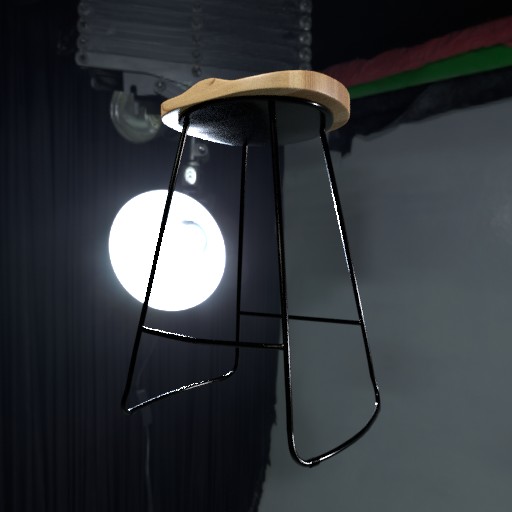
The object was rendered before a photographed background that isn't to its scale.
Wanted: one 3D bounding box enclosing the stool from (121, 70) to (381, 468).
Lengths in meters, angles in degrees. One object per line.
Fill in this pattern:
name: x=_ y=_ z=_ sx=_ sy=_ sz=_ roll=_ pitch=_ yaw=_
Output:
stool: x=0.000 y=0.000 z=0.960 sx=0.480 sy=0.679 sz=0.401 roll=0 pitch=0 yaw=34
